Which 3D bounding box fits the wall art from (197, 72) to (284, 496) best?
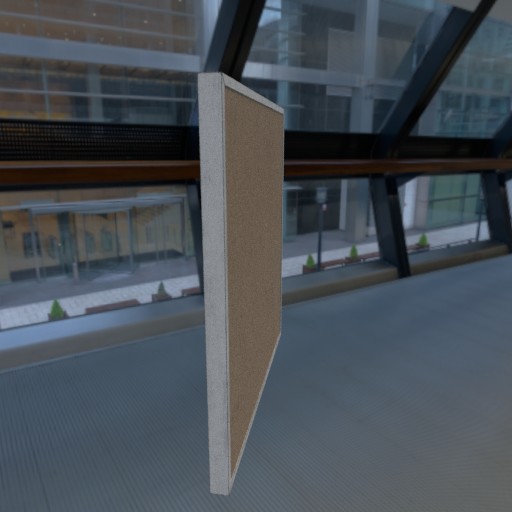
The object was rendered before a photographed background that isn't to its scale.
[{"bbox_3d":[0.000,0.000,1.125,0.038,0.762,0.762,3,14,10],"label":"wall art"}]
